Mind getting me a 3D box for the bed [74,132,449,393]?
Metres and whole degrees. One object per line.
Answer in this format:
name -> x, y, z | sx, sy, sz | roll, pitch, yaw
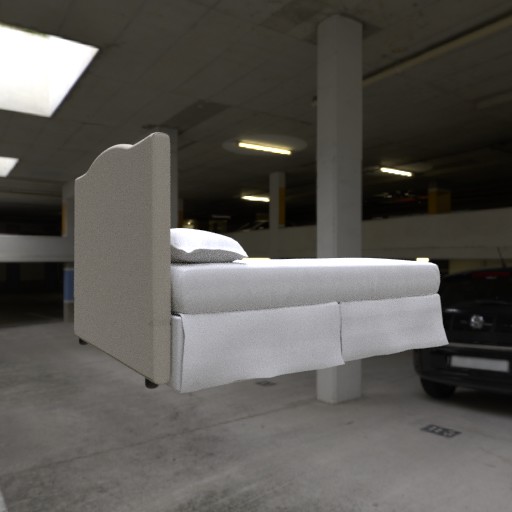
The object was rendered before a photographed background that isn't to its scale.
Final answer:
bed -> 0.000, 0.000, 3.668 | 2.477, 1.437, 1.977 | 0, 0, -35
